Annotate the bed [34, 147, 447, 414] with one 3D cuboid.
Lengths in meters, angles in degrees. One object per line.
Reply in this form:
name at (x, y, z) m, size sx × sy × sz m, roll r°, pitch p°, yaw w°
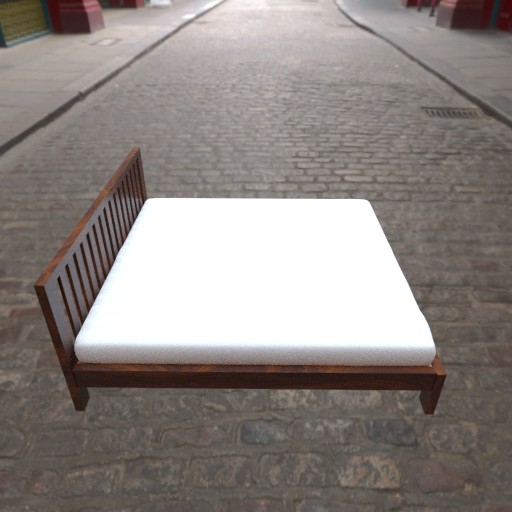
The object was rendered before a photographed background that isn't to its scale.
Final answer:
bed at (0.000, 0.000, 3.075) m, size 2.030 × 0.890 × 1.905 m, roll 0°, pitch 33°, yaw 1°
